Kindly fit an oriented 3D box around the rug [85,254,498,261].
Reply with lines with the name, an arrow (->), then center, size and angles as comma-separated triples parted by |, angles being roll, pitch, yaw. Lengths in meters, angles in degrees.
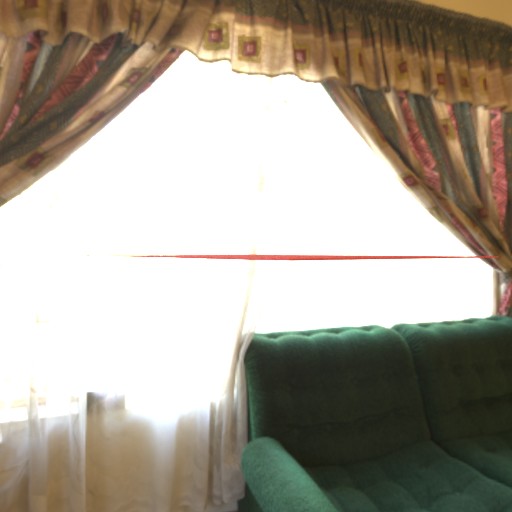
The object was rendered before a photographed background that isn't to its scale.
rug -> 0.000, 0.000, 2.957 | 1.534, 0.010, 2.423 | 0, 1, -37
